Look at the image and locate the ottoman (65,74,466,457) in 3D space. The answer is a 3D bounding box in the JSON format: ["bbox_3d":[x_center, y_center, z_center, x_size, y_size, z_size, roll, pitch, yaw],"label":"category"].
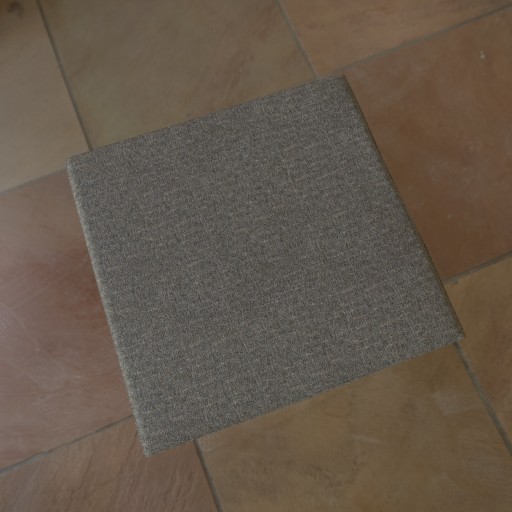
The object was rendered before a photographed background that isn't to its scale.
[{"bbox_3d":[0.000,0.000,1.531,1.016,0.379,0.981,-19,77,-5],"label":"ottoman"}]
